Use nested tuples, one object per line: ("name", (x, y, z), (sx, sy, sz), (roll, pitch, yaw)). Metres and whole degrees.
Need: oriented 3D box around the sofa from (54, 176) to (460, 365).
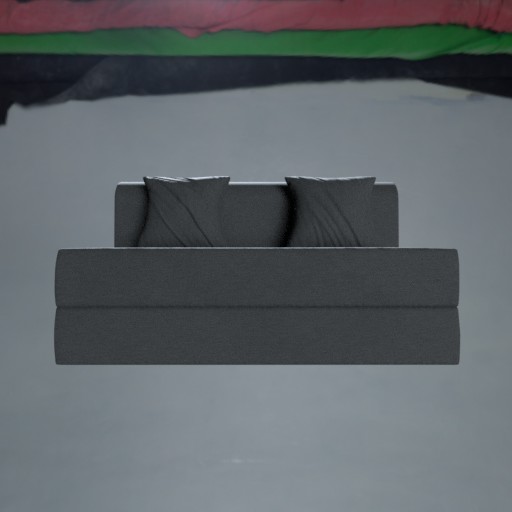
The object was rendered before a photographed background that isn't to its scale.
("sofa", (0.000, 0.000, 1.705), (1.225, 0.670, 0.762), (0, -1, 0))
